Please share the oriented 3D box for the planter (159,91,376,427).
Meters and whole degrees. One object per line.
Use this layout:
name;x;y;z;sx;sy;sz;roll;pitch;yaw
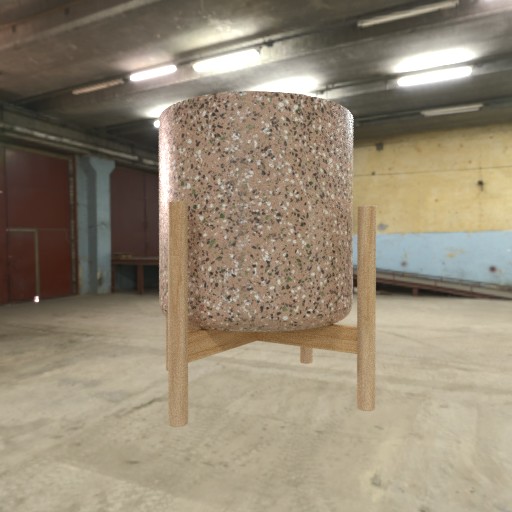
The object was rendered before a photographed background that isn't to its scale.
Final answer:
planter;0.000;0.000;0.710;0.360;0.419;0.360;-1;1;-35
